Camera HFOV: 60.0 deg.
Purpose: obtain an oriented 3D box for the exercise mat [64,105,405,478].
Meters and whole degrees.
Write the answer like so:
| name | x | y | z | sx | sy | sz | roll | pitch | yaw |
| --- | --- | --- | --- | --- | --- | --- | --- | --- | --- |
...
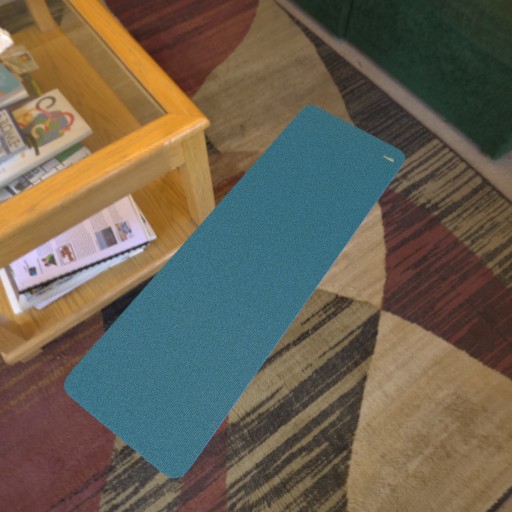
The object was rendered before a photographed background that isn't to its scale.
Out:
| name | x | y | z | sx | sy | sz | roll | pitch | yaw |
| --- | --- | --- | --- | --- | --- | --- | --- | --- | --- |
| exercise mat | 0.000 | 0.000 | 2.034 | 0.616 | 0.021 | 1.869 | 33 | 68 | 15 |
